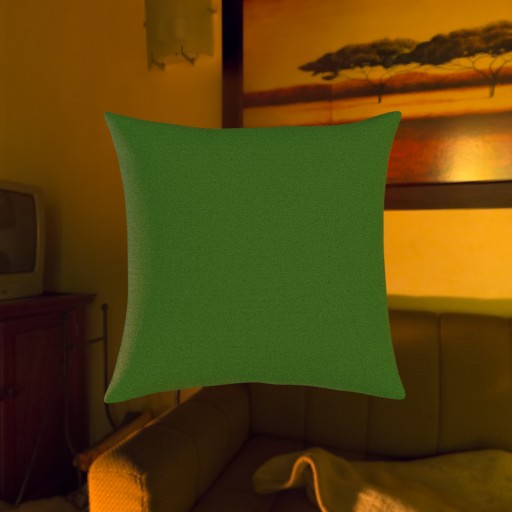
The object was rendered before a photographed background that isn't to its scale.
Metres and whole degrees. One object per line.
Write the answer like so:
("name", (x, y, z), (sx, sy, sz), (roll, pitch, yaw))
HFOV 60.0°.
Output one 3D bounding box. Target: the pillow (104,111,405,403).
("pillow", (0.000, 0.000, 0.756), (0.514, 0.497, 0.150), (0, 0, -1))
